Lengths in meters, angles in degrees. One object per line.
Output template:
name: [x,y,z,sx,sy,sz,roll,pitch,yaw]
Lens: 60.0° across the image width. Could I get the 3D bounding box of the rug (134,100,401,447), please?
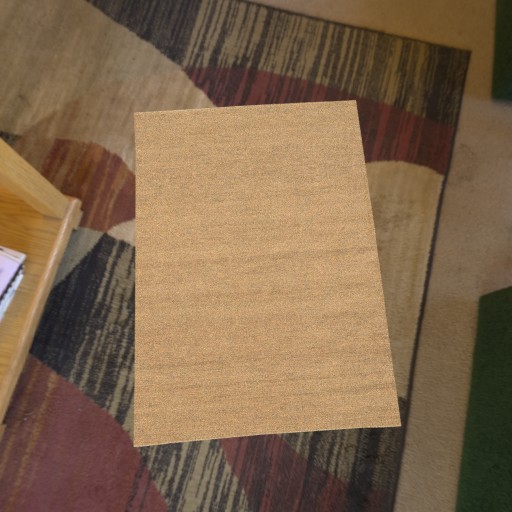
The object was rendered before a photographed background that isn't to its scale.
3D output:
rug: [0.000,0.000,2.948,1.624,0.030,2.264,-4,76,-1]
